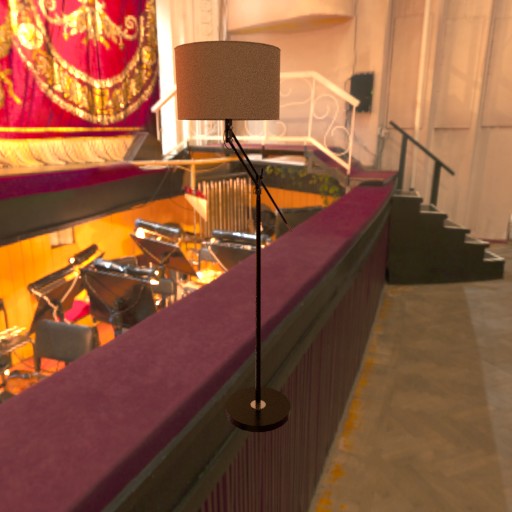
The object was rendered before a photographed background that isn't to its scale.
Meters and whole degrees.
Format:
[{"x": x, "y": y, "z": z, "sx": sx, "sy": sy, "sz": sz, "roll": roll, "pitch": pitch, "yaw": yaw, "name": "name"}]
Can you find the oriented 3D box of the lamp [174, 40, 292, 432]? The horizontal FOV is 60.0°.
[{"x": 0.000, "y": 0.000, "z": 1.977, "sx": 0.373, "sy": 1.635, "sz": 0.809, "roll": 8, "pitch": 18, "yaw": 26, "name": "lamp"}]
